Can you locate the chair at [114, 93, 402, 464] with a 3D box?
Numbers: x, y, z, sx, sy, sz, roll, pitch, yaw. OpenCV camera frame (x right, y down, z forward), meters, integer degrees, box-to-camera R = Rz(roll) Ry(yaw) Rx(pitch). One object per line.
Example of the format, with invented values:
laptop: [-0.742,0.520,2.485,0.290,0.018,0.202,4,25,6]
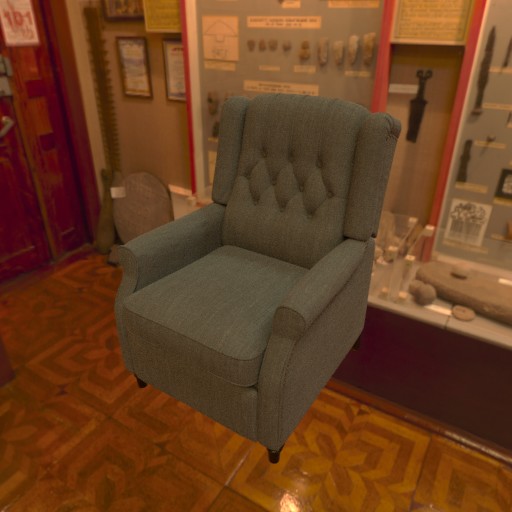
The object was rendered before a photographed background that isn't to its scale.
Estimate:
chair: [0.000,0.000,1.623,0.742,1.035,0.898,18,34,28]
